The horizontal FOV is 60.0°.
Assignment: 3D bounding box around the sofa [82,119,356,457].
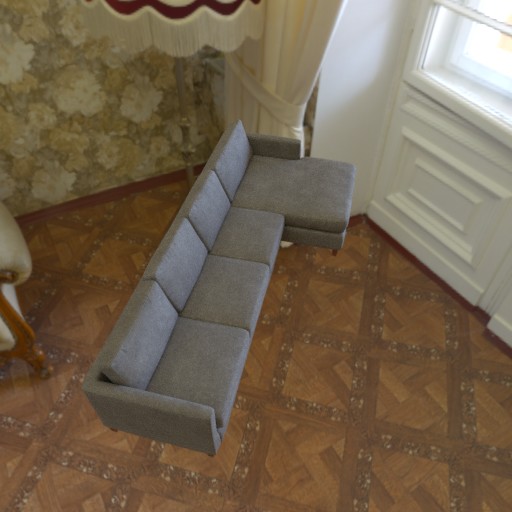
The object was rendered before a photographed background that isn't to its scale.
[{"bbox_3d":[0.000,0.000,4.159,1.604,0.950,3.471,10,46,10],"label":"sofa"}]
